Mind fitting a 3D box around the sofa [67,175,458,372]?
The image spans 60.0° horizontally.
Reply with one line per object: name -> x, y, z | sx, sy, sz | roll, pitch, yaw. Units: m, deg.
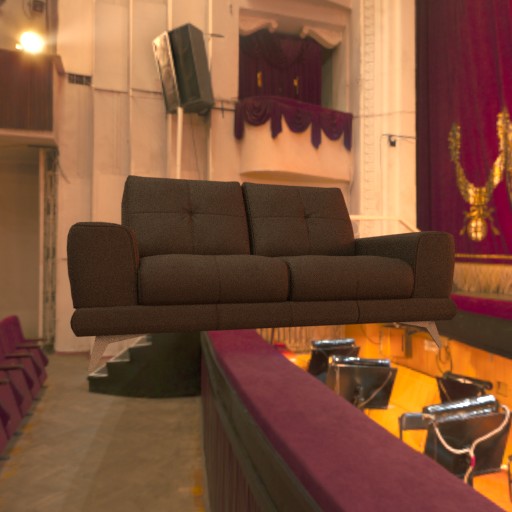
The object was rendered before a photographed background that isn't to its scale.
sofa -> 0.000, 0.000, 2.374 | 1.806, 0.907, 1.018 | 0, -1, -18
